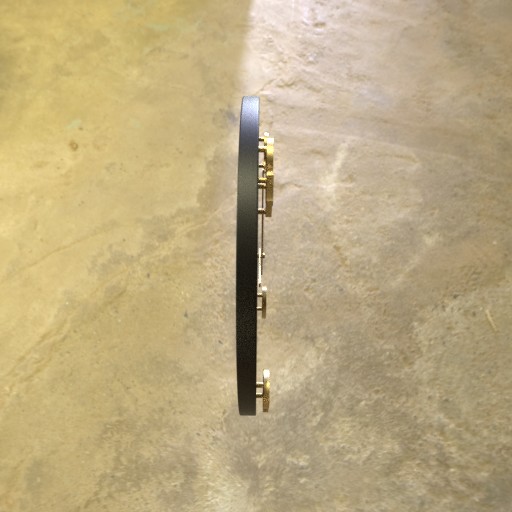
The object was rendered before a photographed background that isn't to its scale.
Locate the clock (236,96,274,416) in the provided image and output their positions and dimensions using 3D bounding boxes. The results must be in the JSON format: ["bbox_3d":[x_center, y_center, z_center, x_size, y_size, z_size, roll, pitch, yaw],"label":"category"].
[{"bbox_3d":[0.000,0.000,0.669,0.038,0.454,0.454,1,62,0],"label":"clock"}]
